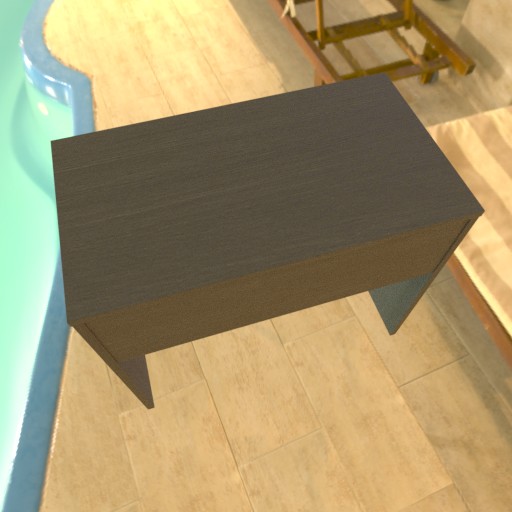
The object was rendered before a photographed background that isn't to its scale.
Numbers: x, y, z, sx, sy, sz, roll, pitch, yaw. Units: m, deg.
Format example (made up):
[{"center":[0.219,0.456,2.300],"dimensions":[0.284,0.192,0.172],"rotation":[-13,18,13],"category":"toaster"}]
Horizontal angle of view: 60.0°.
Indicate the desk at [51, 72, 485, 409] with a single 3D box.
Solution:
[{"center":[0.000,0.000,1.330],"dimensions":[0.893,0.724,0.498],"rotation":[-15,60,-9],"category":"desk"}]
